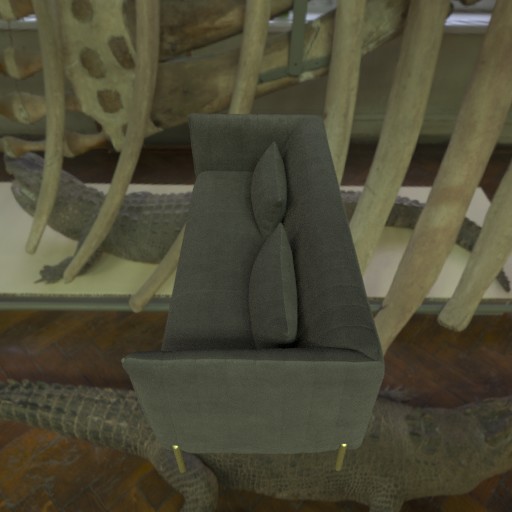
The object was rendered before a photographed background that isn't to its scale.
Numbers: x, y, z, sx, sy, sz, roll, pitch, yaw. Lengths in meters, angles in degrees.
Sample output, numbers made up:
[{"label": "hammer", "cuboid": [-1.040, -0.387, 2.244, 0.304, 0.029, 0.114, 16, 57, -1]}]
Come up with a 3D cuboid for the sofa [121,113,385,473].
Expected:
[{"label": "sofa", "cuboid": [0.000, 0.000, 2.385, 0.876, 0.780, 1.980, 0, 42, 0]}]
